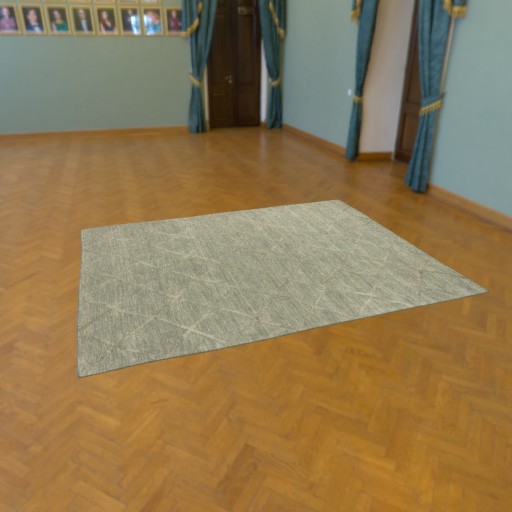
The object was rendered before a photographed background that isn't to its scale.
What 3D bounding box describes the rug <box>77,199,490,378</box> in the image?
[{"bbox_3d":[0.000,0.000,4.033,3.048,0.013,2.438,-8,27,-17],"label":"rug"}]
